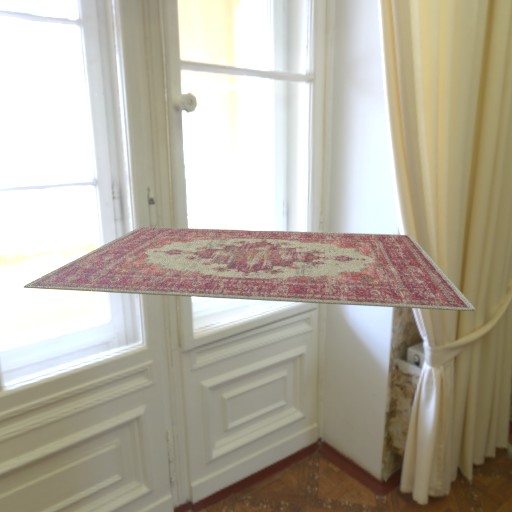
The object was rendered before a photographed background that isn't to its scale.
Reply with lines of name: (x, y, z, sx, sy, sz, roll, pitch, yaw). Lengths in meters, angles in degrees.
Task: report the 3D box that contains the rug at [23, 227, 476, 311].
rug: (0.000, 0.000, 3.726, 2.878, 0.014, 2.005, 2, 15, 8)
